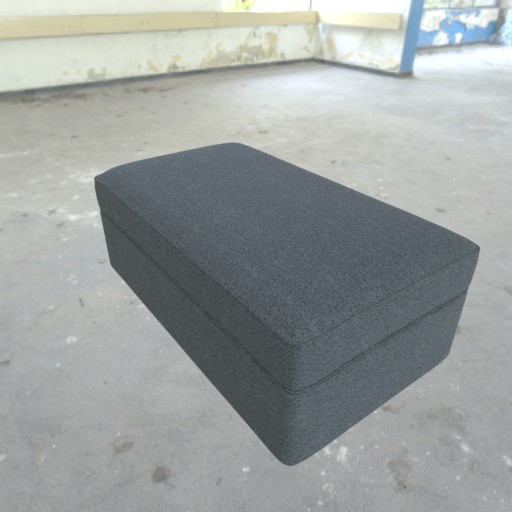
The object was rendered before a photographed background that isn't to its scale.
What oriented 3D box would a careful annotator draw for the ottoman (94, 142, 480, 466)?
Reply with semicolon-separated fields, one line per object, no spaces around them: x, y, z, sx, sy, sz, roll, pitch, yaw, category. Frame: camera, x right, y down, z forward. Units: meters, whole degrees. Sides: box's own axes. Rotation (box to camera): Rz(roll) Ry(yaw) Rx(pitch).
0.000;0.000;1.515;0.681;0.494;1.173;-21;37;-31;ottoman
